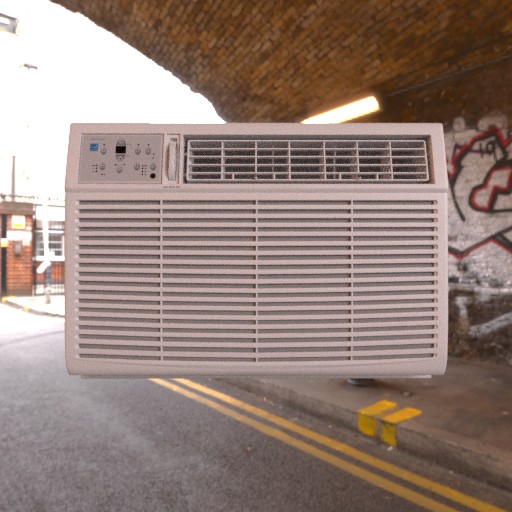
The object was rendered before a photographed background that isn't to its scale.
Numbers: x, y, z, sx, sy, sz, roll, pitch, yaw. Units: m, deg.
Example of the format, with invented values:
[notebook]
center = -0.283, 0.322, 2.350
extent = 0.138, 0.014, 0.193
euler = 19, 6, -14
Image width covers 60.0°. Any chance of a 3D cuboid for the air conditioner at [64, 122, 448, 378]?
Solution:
[air conditioner]
center = 0.000, 0.000, 1.036
extent = 0.645, 0.455, 0.599
euler = 0, -1, 0
